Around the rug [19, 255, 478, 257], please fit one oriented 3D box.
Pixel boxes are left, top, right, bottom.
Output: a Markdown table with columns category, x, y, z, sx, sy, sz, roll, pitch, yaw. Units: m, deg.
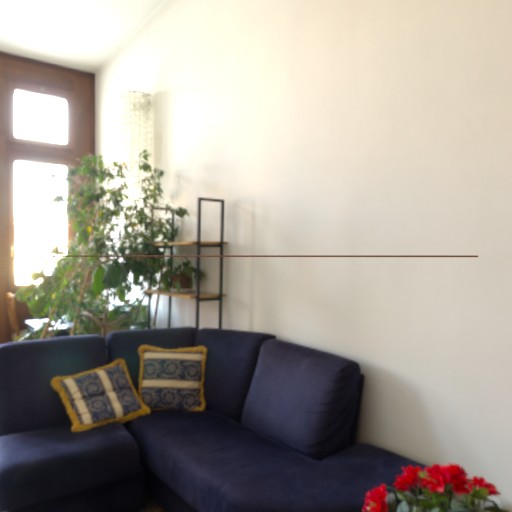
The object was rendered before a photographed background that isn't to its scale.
| category | x | y | z | sx | sy | sz | roll | pitch | yaw |
| --- | --- | --- | --- | --- | --- | --- | --- | --- | --- |
| rug | 0.000 | 0.000 | 2.954 | 2.438 | 0.008 | 1.523 | 0 | 0 | 17 |
